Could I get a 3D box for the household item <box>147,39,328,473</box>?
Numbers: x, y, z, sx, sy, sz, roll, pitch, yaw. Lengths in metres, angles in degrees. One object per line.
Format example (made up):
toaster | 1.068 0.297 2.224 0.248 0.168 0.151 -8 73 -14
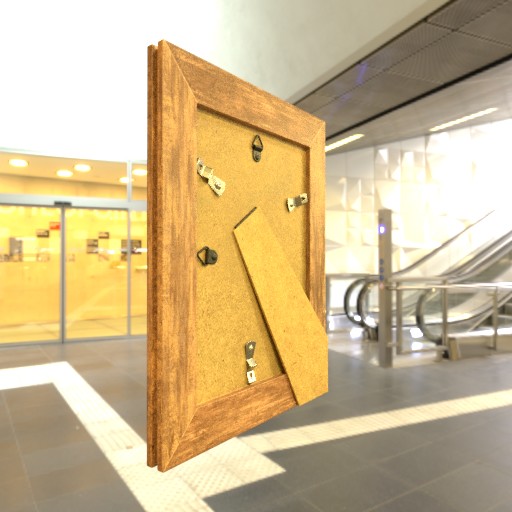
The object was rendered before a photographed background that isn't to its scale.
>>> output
household item | 0.000 0.000 0.319 0.018 0.237 0.186 0 0 37
